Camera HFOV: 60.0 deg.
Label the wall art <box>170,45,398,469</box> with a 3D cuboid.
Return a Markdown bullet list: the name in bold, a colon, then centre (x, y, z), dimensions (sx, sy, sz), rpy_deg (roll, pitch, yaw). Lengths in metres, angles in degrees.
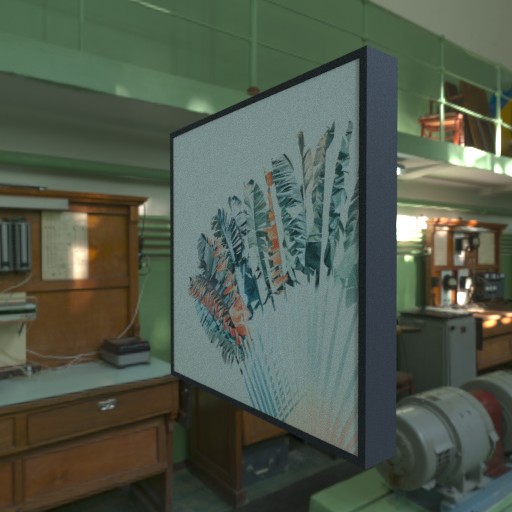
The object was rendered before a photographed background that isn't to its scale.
- **wall art**: centre (0.000, 0.000, 0.444), dimensions (0.036, 0.300, 0.302), rpy_deg (-1, 1, -38)
